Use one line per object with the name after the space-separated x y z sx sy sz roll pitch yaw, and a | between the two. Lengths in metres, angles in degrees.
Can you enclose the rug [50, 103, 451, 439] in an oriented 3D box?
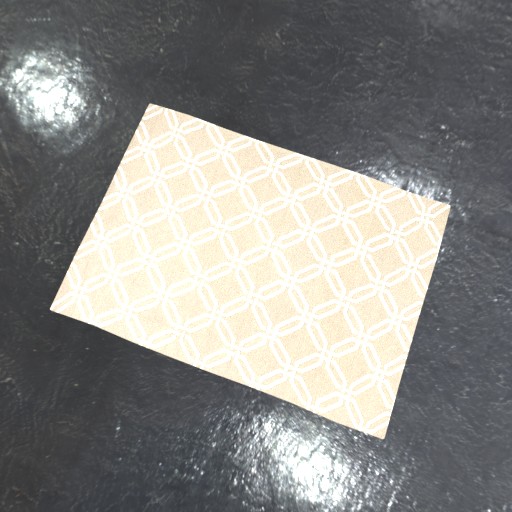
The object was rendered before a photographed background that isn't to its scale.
0.000 0.000 2.783 2.135 0.013 1.524 20 77 5 | rug
